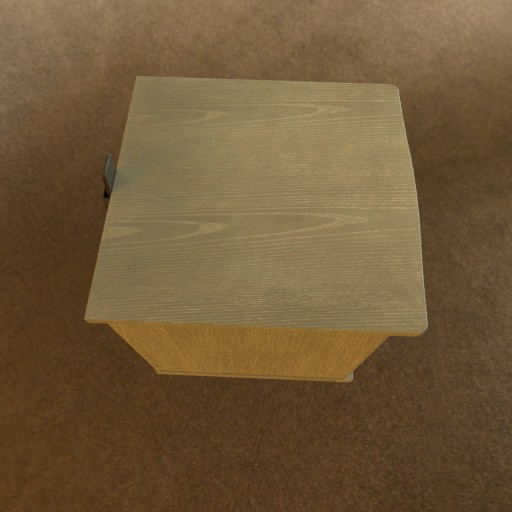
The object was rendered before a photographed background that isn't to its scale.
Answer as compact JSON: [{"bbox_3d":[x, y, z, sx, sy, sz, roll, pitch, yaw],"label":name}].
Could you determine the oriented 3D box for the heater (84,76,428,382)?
[{"bbox_3d":[0.000,0.000,0.741,0.400,0.481,0.362,2,65,1],"label":"heater"}]
